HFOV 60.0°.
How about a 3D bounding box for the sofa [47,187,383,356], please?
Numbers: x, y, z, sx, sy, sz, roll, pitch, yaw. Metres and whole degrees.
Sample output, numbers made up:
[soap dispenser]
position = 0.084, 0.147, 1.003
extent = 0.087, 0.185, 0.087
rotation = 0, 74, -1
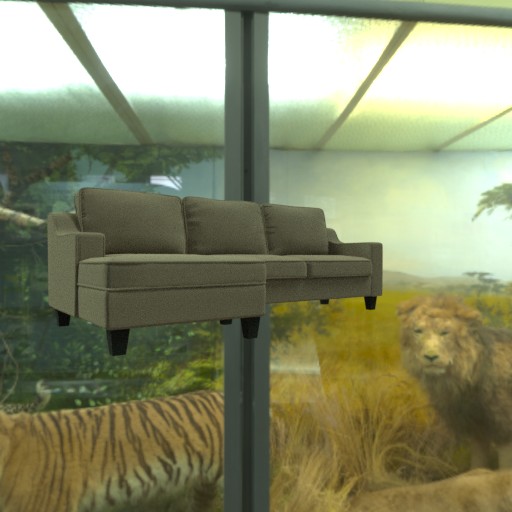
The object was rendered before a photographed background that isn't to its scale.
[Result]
[sofa]
position = 0.000, 0.000, 3.218
extent = 2.561, 0.928, 1.294
rotation = 0, 0, -36
